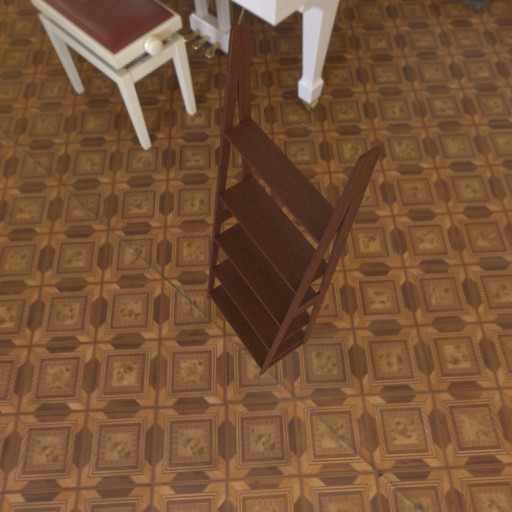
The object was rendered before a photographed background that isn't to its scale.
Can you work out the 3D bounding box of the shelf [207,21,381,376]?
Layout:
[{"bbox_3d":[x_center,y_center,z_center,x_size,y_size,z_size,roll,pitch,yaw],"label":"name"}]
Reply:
[{"bbox_3d":[0.000,0.000,1.960,0.350,1.770,0.600,-32,68,-15],"label":"shelf"}]
